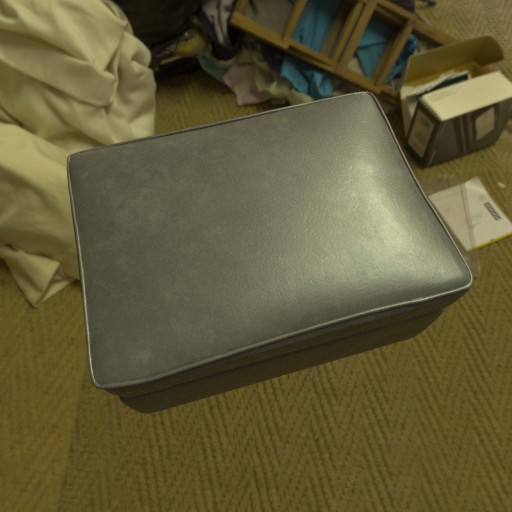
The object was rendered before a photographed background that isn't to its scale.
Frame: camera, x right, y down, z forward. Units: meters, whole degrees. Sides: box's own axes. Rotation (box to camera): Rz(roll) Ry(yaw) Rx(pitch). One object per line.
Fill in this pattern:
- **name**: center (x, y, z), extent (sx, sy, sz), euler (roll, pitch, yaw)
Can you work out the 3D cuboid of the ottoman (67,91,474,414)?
- **ottoman**: center (0.000, 0.000, 1.095), extent (0.756, 0.445, 0.554), euler (-14, 64, -7)
